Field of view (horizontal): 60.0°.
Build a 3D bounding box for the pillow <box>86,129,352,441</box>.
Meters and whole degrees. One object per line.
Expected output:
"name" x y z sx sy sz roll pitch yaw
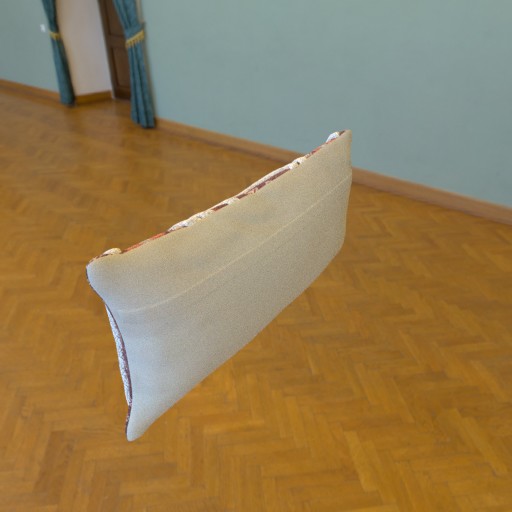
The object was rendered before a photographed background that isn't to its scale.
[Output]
"pillow" 0.000 0.000 0.741 0.161 0.295 0.608 22 39 30
